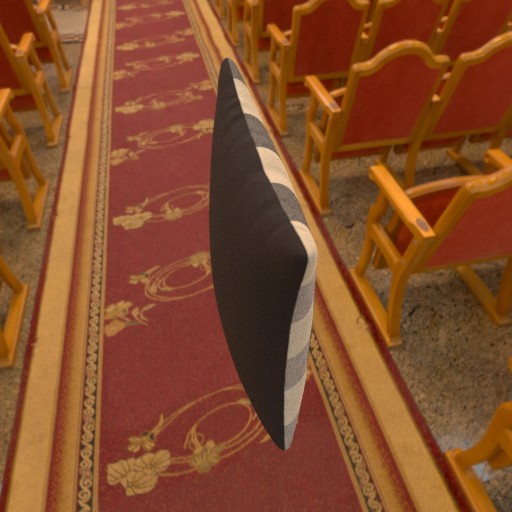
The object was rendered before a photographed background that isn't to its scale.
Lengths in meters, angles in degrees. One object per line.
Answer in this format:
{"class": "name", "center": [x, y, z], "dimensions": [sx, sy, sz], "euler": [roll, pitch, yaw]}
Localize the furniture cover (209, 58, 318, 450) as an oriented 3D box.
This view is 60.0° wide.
{"class": "furniture cover", "center": [0.000, 0.000, 0.798], "dimensions": [0.161, 0.509, 0.511], "euler": [-9, 46, -8]}
